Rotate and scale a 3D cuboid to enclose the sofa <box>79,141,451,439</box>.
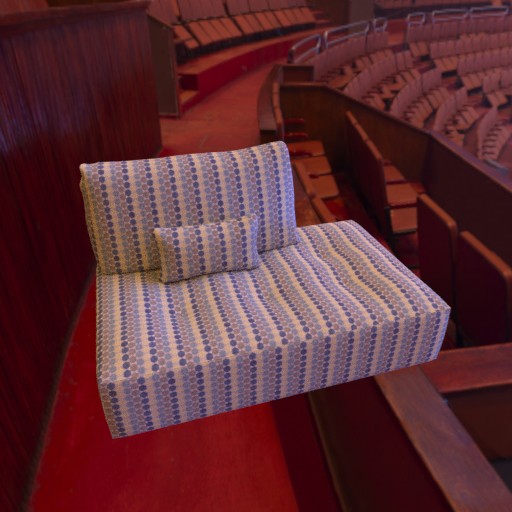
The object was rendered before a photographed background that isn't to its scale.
[{"bbox_3d":[0.000,0.000,2.024,1.450,0.820,1.000,-9,32,-15],"label":"sofa"}]
